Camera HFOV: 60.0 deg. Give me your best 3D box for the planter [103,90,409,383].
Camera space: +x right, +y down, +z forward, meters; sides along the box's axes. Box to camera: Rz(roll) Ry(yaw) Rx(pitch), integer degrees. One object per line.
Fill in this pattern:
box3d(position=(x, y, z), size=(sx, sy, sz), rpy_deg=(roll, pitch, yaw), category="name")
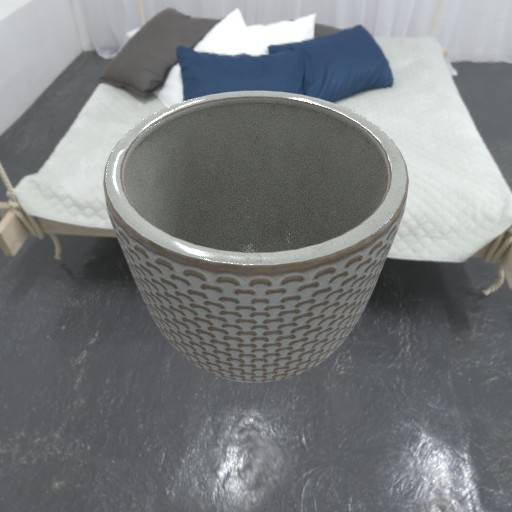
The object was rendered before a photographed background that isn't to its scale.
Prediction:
box3d(position=(0.000, 0.000, 0.249), size=(0.139, 0.130, 0.139), rpy_deg=(0, 46, 0), category="planter")
